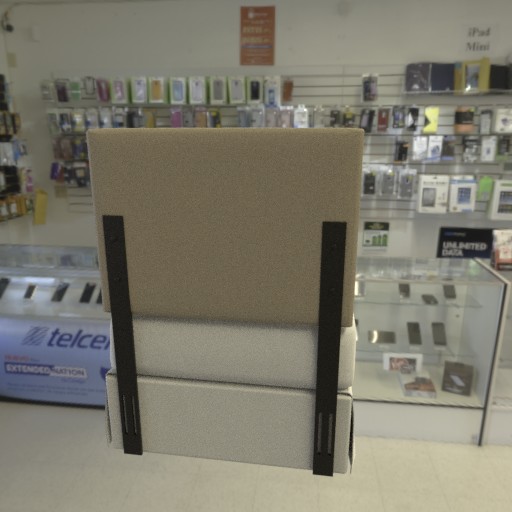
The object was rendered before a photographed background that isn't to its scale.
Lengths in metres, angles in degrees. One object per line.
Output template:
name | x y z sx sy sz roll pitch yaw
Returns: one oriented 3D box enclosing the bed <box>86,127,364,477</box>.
bed | 0.000 0.000 2.884 1.261 1.571 1.997 2 15 8
